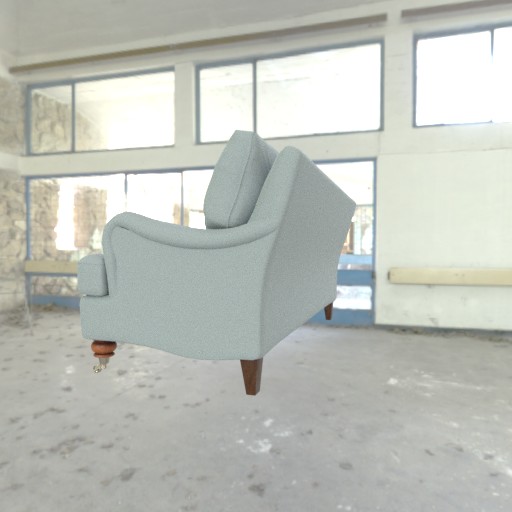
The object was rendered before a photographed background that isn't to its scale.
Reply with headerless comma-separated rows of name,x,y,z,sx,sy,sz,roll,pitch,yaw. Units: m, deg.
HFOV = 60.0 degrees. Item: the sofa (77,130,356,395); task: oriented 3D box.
sofa,0.000,0.000,2.864,1.069,1.096,2.193,0,1,18
